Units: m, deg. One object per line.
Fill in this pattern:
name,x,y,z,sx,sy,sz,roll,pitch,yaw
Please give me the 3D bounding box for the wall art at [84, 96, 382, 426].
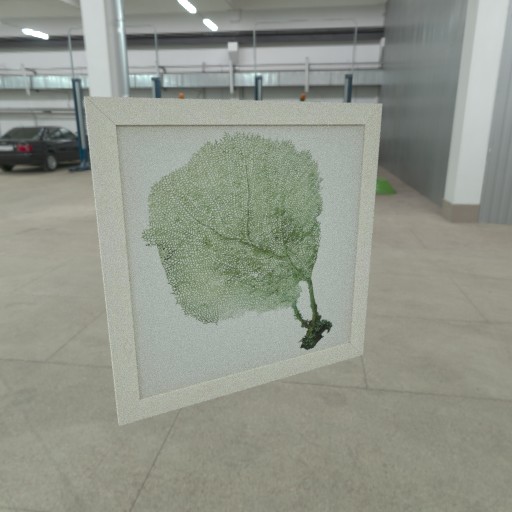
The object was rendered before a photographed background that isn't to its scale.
wall art,0.000,0.000,0.886,0.584,0.584,0.013,-8,19,-26
